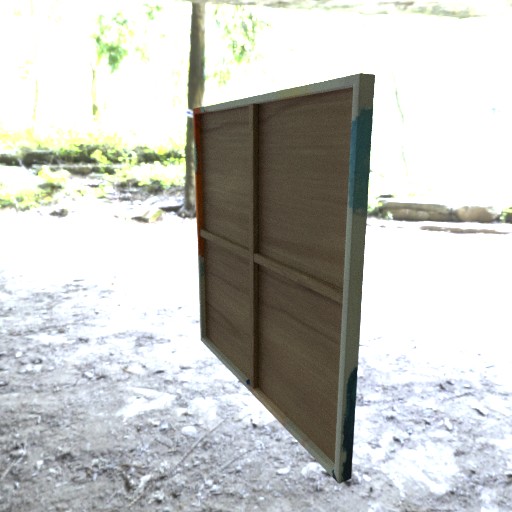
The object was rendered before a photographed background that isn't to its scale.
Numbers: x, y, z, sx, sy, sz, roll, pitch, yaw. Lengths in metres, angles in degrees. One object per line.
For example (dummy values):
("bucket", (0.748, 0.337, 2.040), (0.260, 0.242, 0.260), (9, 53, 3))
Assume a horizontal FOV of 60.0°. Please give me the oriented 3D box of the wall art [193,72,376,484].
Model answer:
("wall art", (0.000, 0.000, 1.494), (0.044, 1.017, 1.017), (-7, 16, -27))
